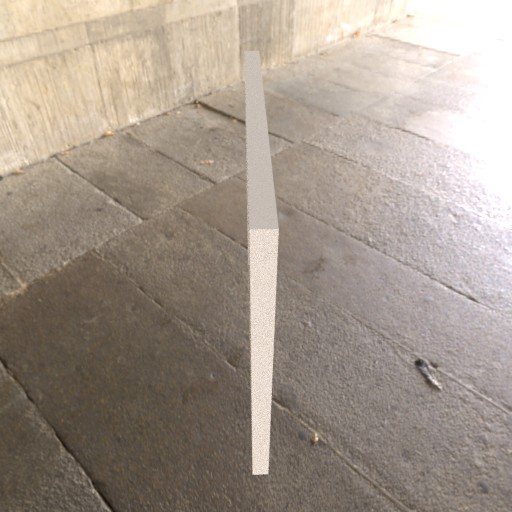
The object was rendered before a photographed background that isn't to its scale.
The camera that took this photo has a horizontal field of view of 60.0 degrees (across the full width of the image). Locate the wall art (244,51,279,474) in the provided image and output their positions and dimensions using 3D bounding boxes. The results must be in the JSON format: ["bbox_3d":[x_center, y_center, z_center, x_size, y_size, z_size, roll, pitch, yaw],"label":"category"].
[{"bbox_3d":[0.000,0.000,0.826,0.028,0.559,0.559,-1,41,-1],"label":"wall art"}]
